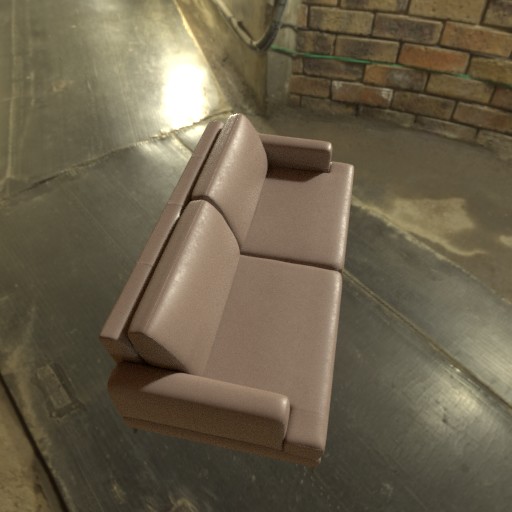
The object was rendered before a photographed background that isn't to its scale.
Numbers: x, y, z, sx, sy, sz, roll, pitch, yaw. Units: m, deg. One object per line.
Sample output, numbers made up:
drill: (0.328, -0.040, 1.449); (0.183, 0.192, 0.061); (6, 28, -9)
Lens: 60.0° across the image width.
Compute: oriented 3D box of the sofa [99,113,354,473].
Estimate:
sofa: (0.000, 0.000, 2.453); (0.974, 0.765, 1.940); (9, 49, 8)
